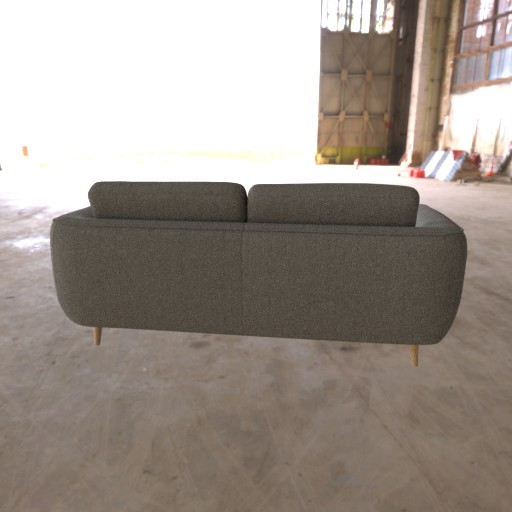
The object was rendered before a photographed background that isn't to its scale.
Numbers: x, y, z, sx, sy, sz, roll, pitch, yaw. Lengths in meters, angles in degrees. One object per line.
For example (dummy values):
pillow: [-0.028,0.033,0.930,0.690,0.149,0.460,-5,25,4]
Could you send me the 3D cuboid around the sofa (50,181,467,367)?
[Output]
sofa: [0.000,0.000,2.436,2.000,0.870,0.920,2,16,7]
